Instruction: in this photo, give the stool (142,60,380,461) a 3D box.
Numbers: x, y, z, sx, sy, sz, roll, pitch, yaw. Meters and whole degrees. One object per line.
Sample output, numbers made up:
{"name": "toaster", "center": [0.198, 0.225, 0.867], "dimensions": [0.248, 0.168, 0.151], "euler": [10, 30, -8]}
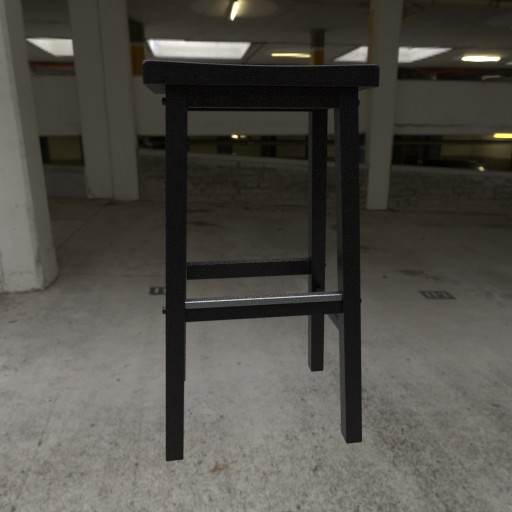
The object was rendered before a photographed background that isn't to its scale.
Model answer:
{"name": "stool", "center": [0.000, 0.000, 0.954], "dimensions": [0.406, 0.742, 0.322], "euler": [-2, 16, -8]}
